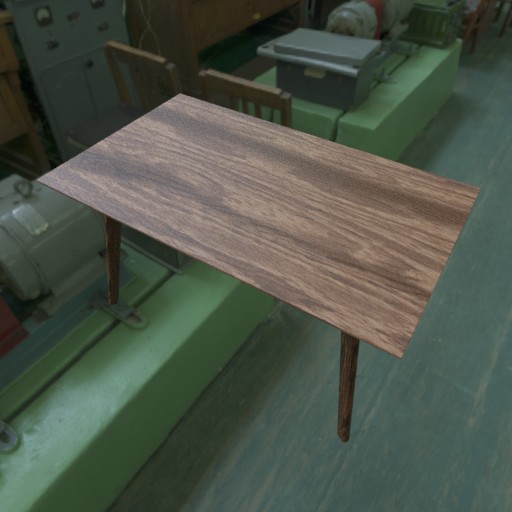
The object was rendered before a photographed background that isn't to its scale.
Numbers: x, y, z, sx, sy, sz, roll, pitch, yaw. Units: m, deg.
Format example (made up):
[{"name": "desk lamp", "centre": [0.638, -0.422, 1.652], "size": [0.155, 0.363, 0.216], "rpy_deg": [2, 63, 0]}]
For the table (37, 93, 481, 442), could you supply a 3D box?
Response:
[{"name": "table", "centre": [0.000, 0.000, 1.822], "size": [1.349, 0.724, 0.801], "rpy_deg": [25, 50, 22]}]
